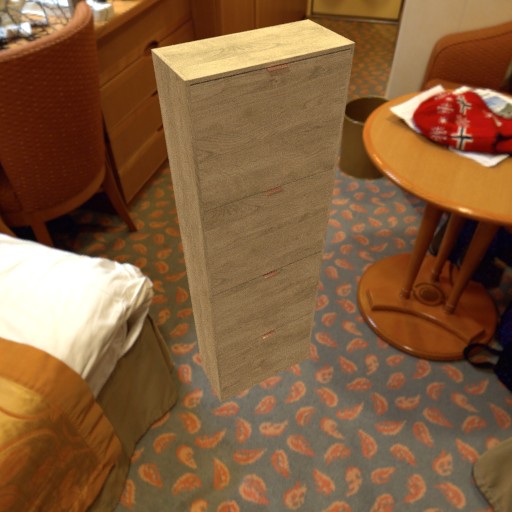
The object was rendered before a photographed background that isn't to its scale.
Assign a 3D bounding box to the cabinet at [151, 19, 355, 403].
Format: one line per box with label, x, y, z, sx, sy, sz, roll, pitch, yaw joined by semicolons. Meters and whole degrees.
cabinet;0.000;0.000;1.802;0.520;1.630;0.250;-22;49;-20
